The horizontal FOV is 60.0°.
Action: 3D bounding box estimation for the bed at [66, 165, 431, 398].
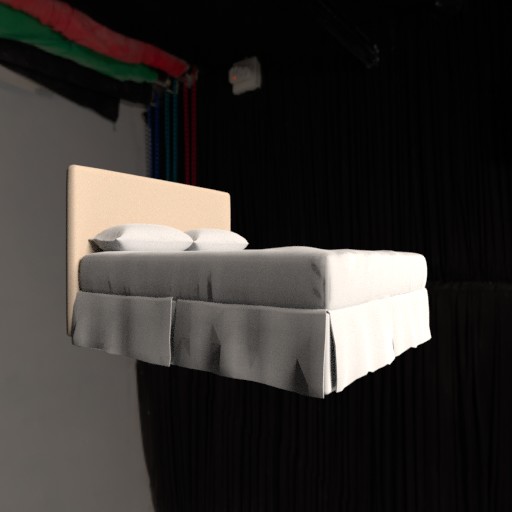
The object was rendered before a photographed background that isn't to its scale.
[{"bbox_3d":[0.000,0.000,3.334,2.142,1.330,1.884,0,0,35],"label":"bed"}]
